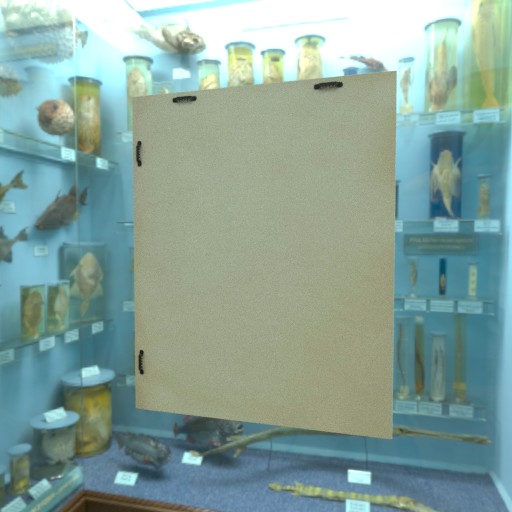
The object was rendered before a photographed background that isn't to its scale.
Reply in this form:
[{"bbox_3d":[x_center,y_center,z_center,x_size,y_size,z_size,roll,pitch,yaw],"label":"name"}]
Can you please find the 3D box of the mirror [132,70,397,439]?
[{"bbox_3d":[0.000,0.000,0.681,0.406,0.509,0.041,1,2,16],"label":"mirror"}]
